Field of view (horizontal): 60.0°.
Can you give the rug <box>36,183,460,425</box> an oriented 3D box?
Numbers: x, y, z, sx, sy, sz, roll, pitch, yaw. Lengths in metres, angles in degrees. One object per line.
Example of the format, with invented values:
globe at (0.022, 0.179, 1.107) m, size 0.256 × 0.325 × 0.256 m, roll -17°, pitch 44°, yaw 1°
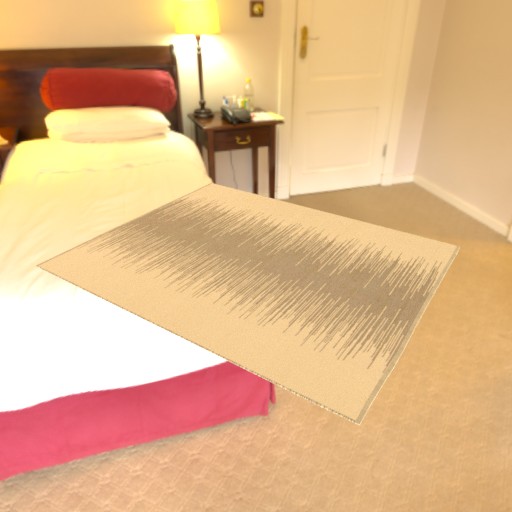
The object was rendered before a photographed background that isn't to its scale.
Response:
rug at (0.000, 0.000, 4.045) m, size 3.037 × 0.010 × 2.453 m, roll 19°, pitch 35°, yaw 29°
